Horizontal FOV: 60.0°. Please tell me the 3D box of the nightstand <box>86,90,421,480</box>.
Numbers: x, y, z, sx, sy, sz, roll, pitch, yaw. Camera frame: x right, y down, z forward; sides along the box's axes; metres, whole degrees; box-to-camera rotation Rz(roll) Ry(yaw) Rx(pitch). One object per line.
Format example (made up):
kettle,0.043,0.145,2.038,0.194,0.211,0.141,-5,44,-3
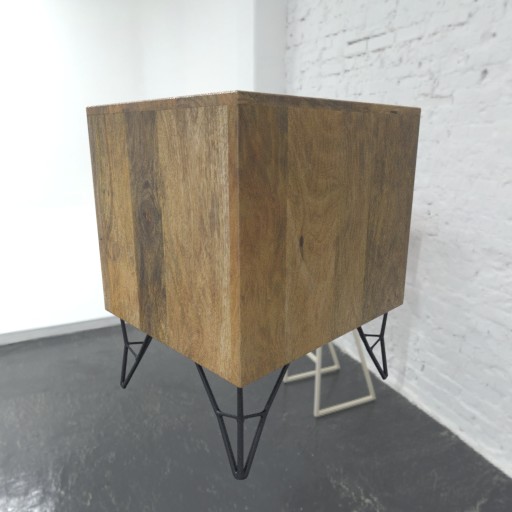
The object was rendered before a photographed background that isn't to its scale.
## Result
nightstand,0.000,0.000,0.875,0.457,0.559,0.406,-14,21,-42
